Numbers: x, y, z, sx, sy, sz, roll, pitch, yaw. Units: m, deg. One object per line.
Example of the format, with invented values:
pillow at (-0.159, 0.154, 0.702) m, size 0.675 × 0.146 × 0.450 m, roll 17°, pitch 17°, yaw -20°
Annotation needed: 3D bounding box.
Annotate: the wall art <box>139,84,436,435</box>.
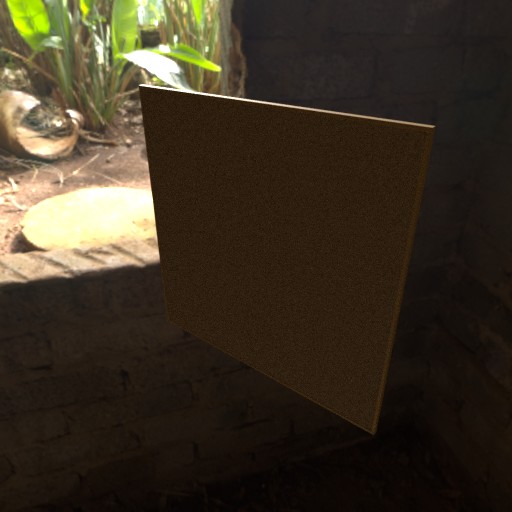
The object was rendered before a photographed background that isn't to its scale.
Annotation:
wall art at (0.000, 0.000, 0.980) m, size 0.657 × 0.655 × 0.014 m, roll 21°, pitch 35°, yaw 33°
